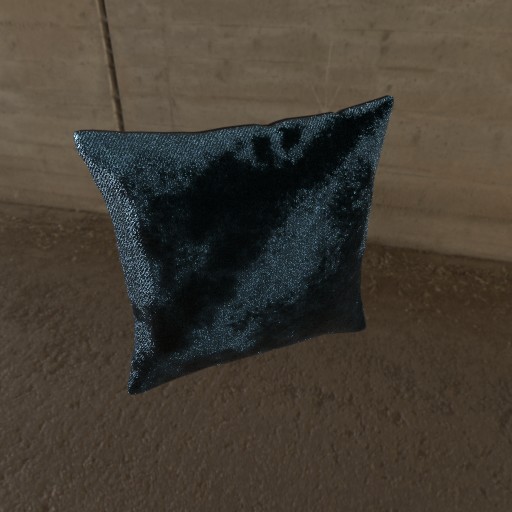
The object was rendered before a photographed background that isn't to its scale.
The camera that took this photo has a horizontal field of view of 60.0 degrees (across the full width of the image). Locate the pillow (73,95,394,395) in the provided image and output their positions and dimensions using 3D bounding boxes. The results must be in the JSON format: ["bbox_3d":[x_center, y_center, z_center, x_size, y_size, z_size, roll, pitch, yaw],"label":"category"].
[{"bbox_3d":[0.000,0.000,0.660,0.436,0.430,0.138,-11,34,-17],"label":"pillow"}]
